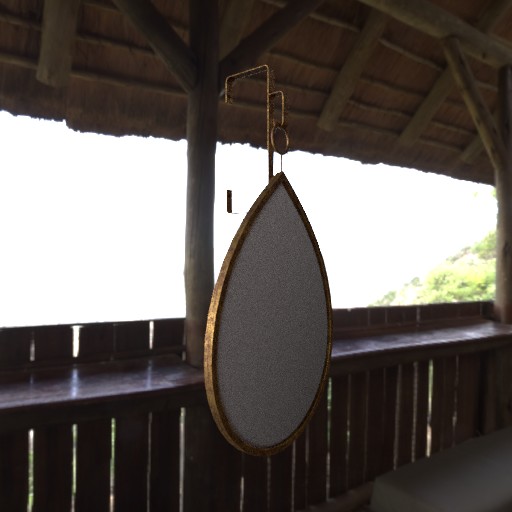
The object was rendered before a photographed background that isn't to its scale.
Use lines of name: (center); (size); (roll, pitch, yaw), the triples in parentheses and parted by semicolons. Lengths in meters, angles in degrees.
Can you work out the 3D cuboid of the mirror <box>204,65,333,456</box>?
mirror: (0.000, 0.000, 0.890); (0.144, 0.744, 0.405); (0, 0, 37)
